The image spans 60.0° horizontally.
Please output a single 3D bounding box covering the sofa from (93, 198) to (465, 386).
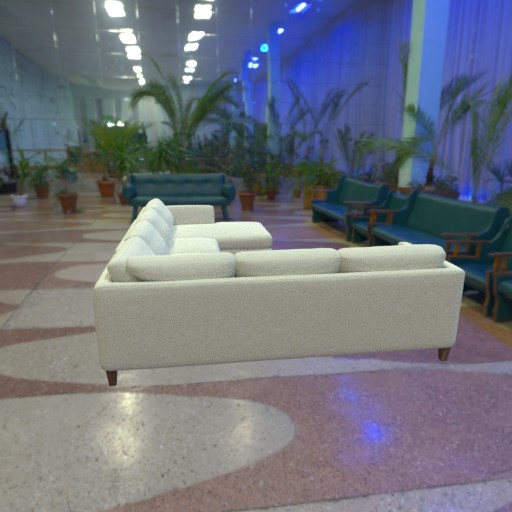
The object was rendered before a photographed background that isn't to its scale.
[{"bbox_3d":[0.000,0.000,4.508,2.551,0.853,3.238,-2,15,-8],"label":"sofa"}]
